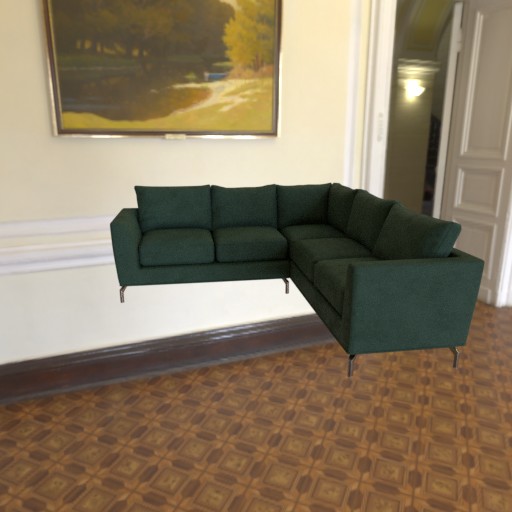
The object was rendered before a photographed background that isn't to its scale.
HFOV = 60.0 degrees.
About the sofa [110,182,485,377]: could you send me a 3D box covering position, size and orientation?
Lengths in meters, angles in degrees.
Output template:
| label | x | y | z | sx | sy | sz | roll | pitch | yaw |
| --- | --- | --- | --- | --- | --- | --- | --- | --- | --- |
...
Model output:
| label | x | y | z | sx | sy | sz | roll | pitch | yaw |
| --- | --- | --- | --- | --- | --- | --- | --- | --- | --- |
| sofa | 0.000 | 0.000 | 3.747 | 2.468 | 1.004 | 2.452 | -2 | 15 | -9 |
